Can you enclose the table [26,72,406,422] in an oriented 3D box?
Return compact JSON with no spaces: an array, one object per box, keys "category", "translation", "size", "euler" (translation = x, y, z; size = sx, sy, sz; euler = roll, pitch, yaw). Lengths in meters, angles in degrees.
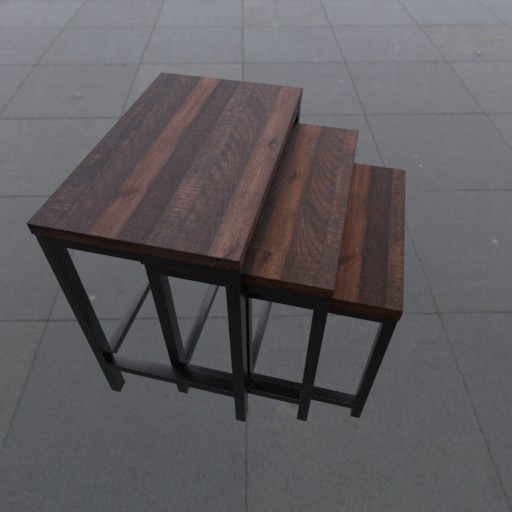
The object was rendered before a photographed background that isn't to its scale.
[{"category":"table","translation":[0.000,0.000,1.128],"size":[0.660,0.616,0.608],"euler":[10,47,9]}]
